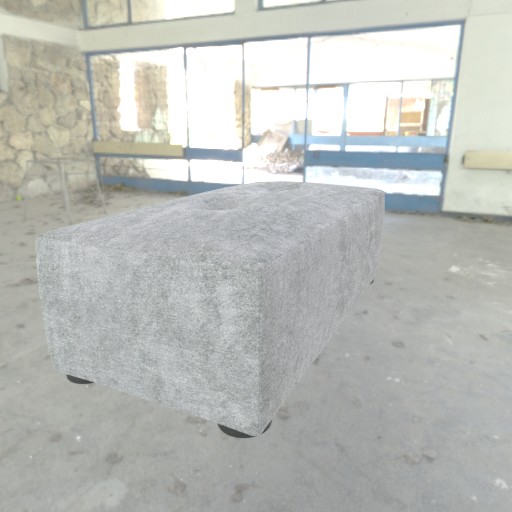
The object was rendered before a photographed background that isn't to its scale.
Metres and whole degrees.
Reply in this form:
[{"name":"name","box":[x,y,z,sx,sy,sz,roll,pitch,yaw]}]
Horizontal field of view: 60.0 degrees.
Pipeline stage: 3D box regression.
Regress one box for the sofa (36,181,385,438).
[{"name":"sofa","box":[0.000,0.000,1.137,0.480,0.330,0.930,8,18,25]}]
